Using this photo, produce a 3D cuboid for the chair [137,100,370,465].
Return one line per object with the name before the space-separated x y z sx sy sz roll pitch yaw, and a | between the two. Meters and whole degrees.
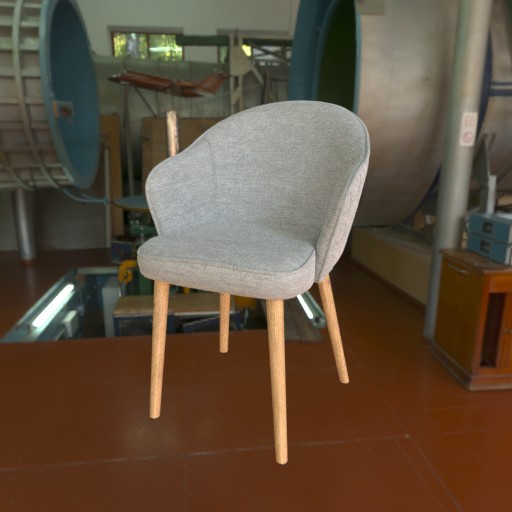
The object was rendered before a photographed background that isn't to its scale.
chair | 0.000 0.000 1.156 0.540 0.800 0.530 8 17 26
